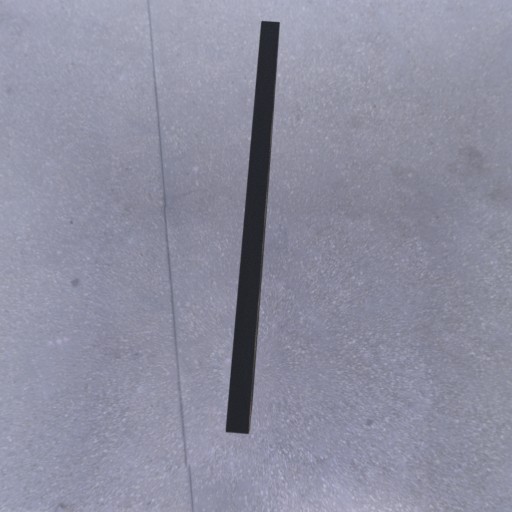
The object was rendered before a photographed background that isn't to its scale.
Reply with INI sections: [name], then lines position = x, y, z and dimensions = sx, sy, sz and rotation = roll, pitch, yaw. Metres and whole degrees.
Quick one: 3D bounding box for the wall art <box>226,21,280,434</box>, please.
[wall art]
position = 0.000, 0.000, 0.457
dimensions = 0.015, 0.303, 0.304
rotation = 4, 76, 1
